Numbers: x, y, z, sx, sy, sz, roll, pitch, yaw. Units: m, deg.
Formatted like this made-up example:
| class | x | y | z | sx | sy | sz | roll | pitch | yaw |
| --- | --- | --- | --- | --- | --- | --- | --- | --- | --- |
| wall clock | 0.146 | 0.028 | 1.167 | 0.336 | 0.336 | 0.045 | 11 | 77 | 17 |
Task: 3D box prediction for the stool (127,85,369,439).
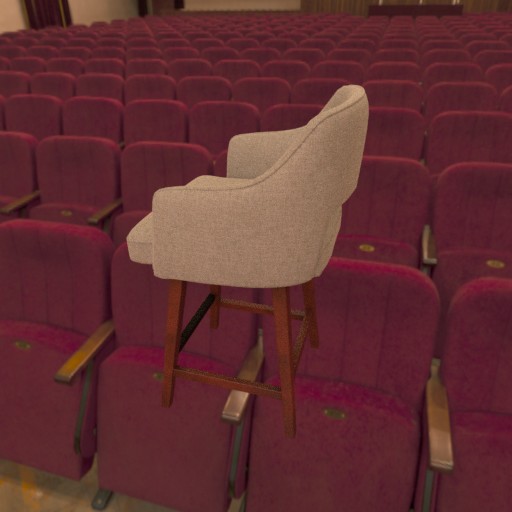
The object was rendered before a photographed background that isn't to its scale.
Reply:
| class | x | y | z | sx | sy | sz | roll | pitch | yaw |
| --- | --- | --- | --- | --- | --- | --- | --- | --- | --- |
| stool | 0.000 | 0.000 | 1.323 | 0.558 | 0.944 | 0.599 | 8 | 29 | 14 |
